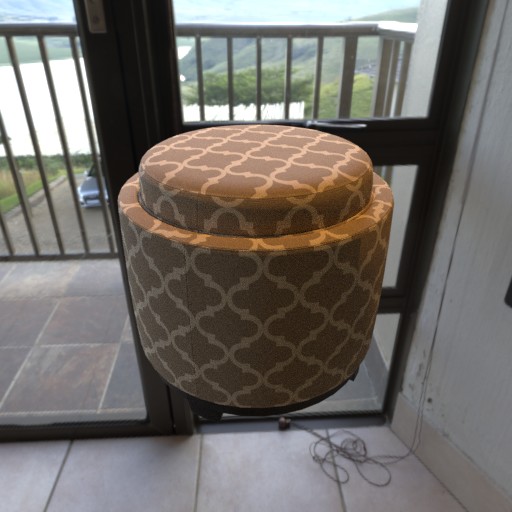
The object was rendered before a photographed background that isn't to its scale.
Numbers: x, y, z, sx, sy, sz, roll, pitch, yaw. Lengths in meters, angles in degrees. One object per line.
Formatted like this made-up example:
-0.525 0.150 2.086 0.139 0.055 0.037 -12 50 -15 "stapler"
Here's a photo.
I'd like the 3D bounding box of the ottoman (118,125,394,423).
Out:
0.000 0.000 0.854 0.480 0.429 0.480 0 30 0 "ottoman"
